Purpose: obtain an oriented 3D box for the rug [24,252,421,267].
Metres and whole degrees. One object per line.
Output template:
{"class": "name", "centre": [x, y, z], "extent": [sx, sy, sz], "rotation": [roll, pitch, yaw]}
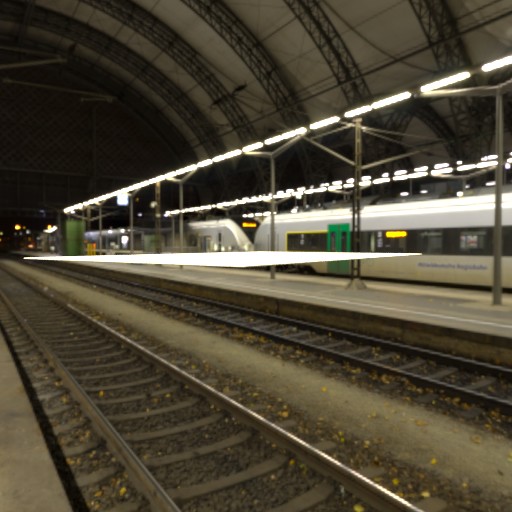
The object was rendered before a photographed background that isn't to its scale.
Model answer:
{"class": "rug", "centre": [0.000, 0.000, 2.368], "extent": [1.234, 0.006, 1.850], "rotation": [1, 2, 35]}
